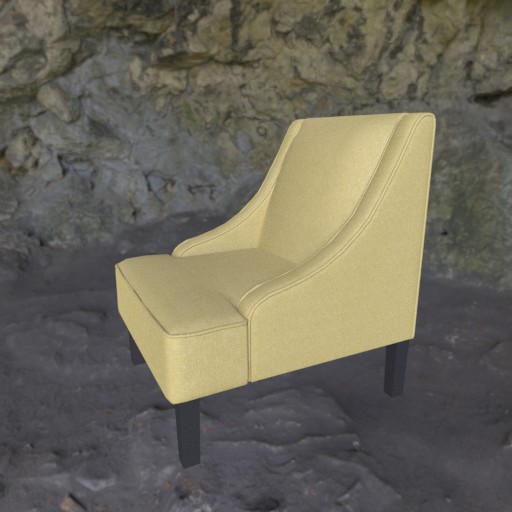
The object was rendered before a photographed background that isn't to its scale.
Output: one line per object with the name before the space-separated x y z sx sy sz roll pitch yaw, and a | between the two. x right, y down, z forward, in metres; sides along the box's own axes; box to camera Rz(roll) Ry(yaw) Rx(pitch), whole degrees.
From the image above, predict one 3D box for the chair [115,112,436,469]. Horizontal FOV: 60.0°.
chair | 0.000 0.000 1.467 0.814 0.896 0.696 -8 17 -26
